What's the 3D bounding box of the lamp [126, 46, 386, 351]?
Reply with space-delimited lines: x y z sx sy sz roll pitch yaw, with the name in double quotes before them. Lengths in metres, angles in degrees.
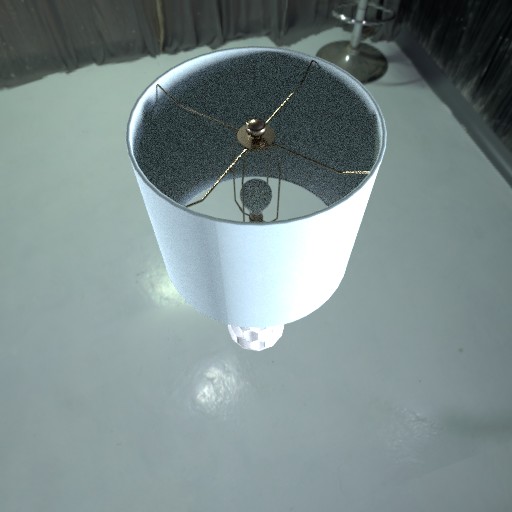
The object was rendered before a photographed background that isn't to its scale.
"lamp" 0.000 0.000 0.700 0.277 0.534 0.277 -17 59 -11
